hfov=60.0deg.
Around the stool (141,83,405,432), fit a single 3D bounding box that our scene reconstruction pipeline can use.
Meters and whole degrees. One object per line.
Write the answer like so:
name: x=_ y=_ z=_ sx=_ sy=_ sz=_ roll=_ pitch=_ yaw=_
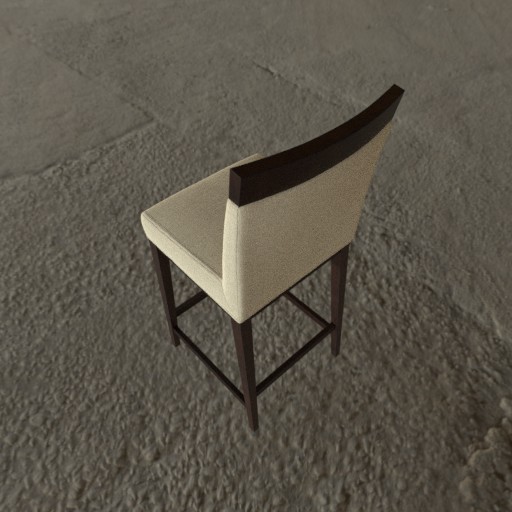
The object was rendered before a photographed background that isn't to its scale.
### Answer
stool: x=0.000 y=0.000 z=1.424 sx=0.511 sy=1.117 sz=0.531 roll=-34 pitch=55 yaw=-28
